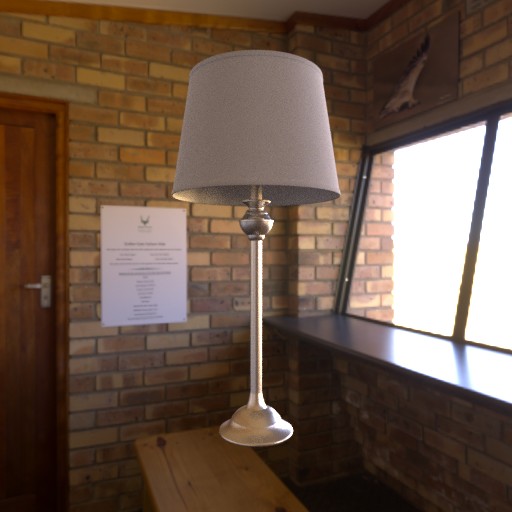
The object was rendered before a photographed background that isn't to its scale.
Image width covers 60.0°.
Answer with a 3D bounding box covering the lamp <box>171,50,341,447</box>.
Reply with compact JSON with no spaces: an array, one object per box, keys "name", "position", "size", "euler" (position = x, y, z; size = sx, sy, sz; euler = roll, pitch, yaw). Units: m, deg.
[{"name":"lamp","position":[0.000,0.000,0.881],"size":[0.331,0.698,0.331],"euler":[0,0,0]}]
